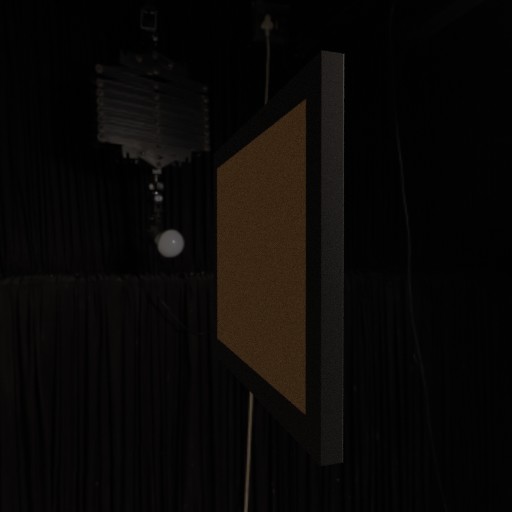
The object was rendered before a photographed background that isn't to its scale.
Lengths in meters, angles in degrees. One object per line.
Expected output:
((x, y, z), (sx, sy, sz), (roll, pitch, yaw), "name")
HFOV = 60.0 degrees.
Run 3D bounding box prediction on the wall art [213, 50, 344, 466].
((0.000, 0.000, 0.760), (0.028, 0.460, 0.561), (0, 1, -18), "wall art")
